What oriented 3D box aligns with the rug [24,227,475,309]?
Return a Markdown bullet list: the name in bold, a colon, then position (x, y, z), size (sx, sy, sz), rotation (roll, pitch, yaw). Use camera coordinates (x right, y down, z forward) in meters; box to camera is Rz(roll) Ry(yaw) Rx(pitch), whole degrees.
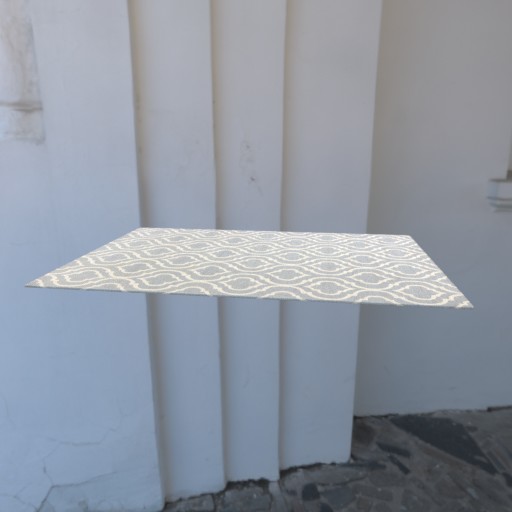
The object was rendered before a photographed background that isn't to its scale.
- **rug**: position (0.000, 0.000, 2.709), size (2.080, 0.010, 1.451), rotation (2, 15, 8)
